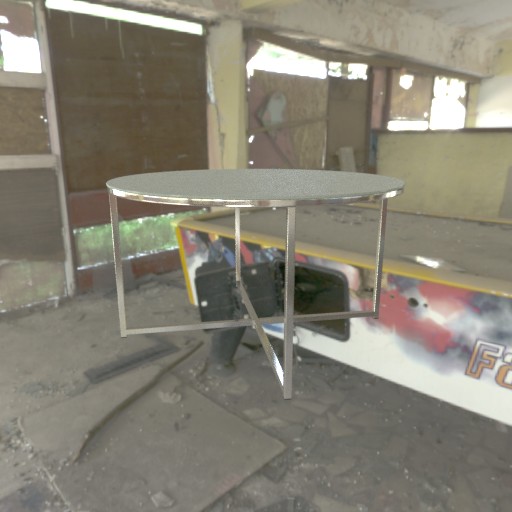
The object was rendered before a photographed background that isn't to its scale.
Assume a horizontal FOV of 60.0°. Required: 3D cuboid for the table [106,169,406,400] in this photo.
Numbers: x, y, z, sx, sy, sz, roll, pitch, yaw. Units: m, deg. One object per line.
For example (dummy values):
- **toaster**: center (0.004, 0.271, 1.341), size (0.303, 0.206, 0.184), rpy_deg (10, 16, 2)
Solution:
- **table**: center (0.000, 0.000, 1.303), size (0.800, 0.450, 0.800), rpy_deg (0, 15, 0)
